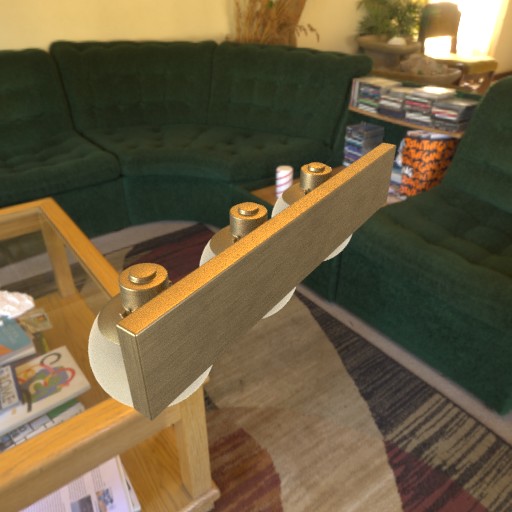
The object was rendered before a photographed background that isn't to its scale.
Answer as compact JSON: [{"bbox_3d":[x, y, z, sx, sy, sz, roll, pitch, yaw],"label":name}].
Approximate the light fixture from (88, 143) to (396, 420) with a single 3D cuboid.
[{"bbox_3d":[0.000,0.000,0.809,0.218,0.263,0.721,21,38,29],"label":"light fixture"}]
